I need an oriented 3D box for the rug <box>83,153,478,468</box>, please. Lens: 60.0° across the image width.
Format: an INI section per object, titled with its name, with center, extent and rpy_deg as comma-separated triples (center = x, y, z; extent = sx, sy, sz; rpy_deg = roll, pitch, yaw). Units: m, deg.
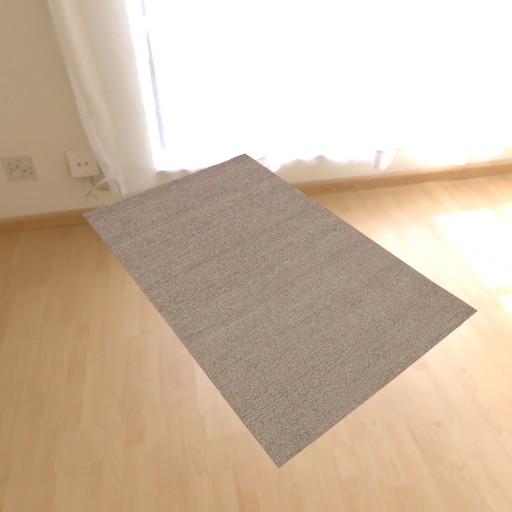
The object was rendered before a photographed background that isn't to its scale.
[rug]
center = 0.000, 0.000, 2.262
extent = 1.154, 0.021, 1.792
rpy_deg = -27, 48, -26
